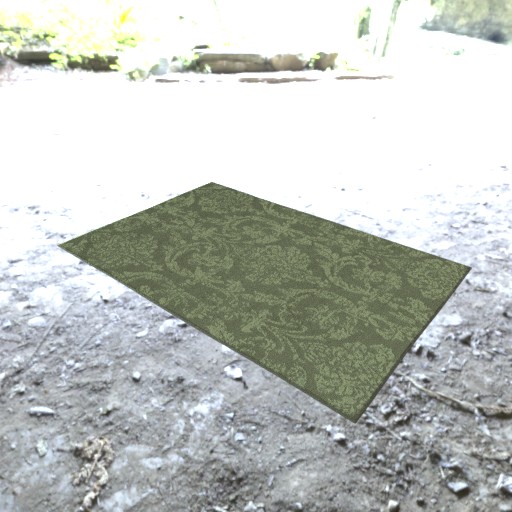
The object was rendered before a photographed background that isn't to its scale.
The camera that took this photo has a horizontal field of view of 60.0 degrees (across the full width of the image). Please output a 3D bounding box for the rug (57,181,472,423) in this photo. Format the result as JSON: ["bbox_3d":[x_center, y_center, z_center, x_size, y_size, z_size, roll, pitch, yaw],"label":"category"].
[{"bbox_3d":[0.000,0.000,2.325,1.824,0.012,1.206,23,38,33],"label":"rug"}]
